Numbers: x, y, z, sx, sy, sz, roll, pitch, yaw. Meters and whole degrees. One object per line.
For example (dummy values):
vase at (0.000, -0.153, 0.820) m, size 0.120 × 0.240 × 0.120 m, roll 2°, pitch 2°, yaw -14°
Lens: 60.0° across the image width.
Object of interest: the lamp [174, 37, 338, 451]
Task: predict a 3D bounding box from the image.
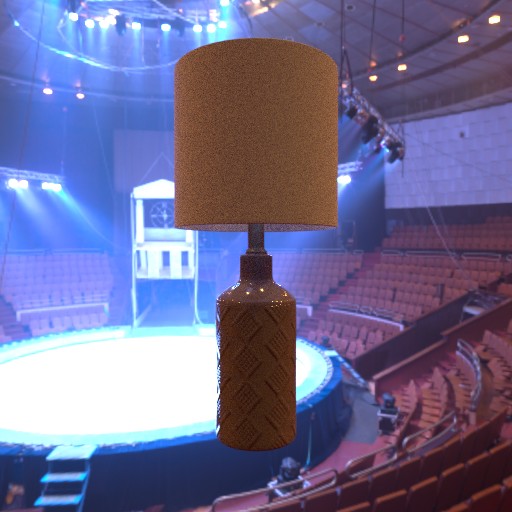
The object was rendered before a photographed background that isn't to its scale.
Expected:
lamp at (0.000, 0.000, 0.570) m, size 0.207 × 0.461 × 0.207 m, roll 0°, pitch 1°, yaw -18°
